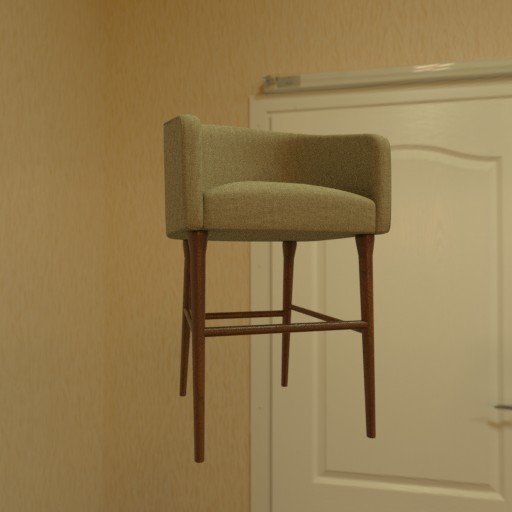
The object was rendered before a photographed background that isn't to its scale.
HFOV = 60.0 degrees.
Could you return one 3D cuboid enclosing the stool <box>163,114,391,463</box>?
[{"bbox_3d":[0.000,0.000,1.359,0.559,0.952,0.635,0,-1,-18],"label":"stool"}]
